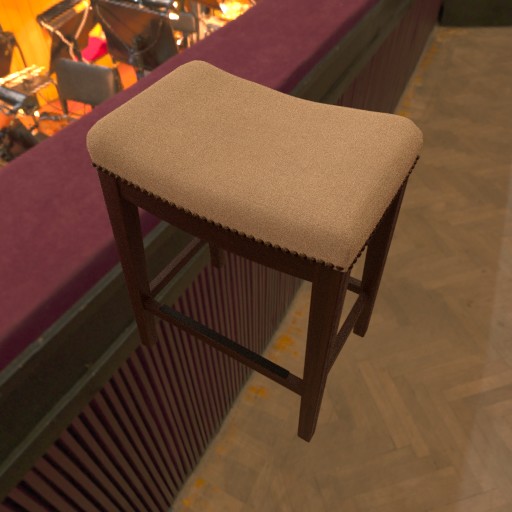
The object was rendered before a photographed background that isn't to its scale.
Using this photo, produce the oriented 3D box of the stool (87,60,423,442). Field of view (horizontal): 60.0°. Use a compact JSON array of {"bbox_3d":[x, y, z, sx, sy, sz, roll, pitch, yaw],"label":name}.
[{"bbox_3d":[0.000,0.000,0.978,0.509,0.669,0.363,24,52,20],"label":"stool"}]
